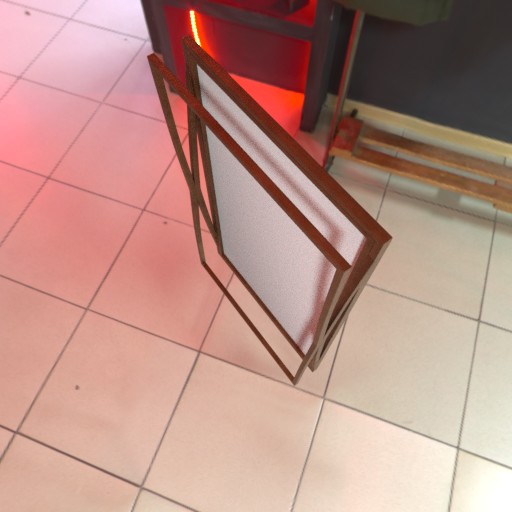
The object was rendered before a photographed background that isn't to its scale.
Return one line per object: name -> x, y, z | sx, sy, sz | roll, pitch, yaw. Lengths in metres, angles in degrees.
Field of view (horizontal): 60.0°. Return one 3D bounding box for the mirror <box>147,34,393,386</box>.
mirror -> 0.000, 0.000, 0.967 | 0.082, 0.768, 0.468 | -34, 68, -15
